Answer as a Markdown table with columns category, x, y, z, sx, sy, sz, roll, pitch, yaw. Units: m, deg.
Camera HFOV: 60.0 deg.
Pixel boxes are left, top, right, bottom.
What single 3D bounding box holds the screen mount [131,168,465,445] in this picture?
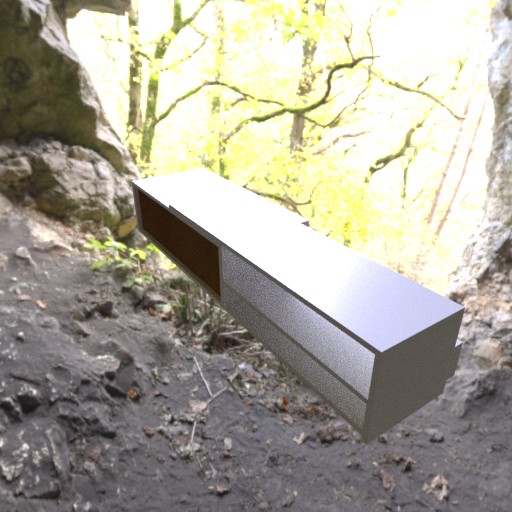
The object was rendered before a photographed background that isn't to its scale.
| category | x | y | z | sx | sy | sz | roll | pitch | yaw |
| --- | --- | --- | --- | --- | --- | --- | --- | --- | --- |
| screen mount | 0.000 | 0.000 | 1.856 | 0.420 | 0.320 | 1.680 | -17 | 32 | -30 |
